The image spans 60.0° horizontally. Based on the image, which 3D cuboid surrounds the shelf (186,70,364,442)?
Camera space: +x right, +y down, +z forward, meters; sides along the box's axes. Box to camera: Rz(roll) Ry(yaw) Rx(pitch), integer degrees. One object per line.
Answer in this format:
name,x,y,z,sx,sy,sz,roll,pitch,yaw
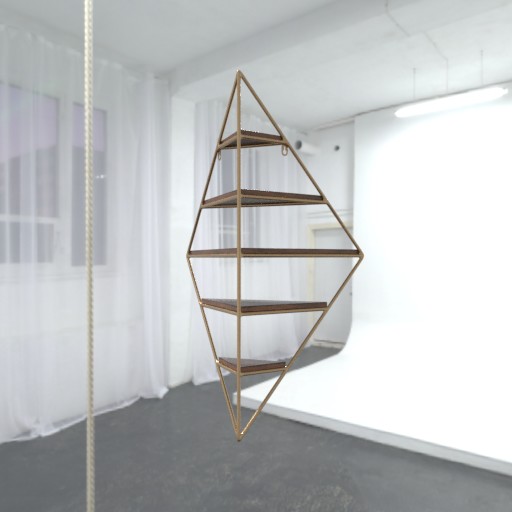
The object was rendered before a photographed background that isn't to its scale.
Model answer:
shelf,0.000,0.000,1.226,0.564,0.913,0.294,0,0,17
